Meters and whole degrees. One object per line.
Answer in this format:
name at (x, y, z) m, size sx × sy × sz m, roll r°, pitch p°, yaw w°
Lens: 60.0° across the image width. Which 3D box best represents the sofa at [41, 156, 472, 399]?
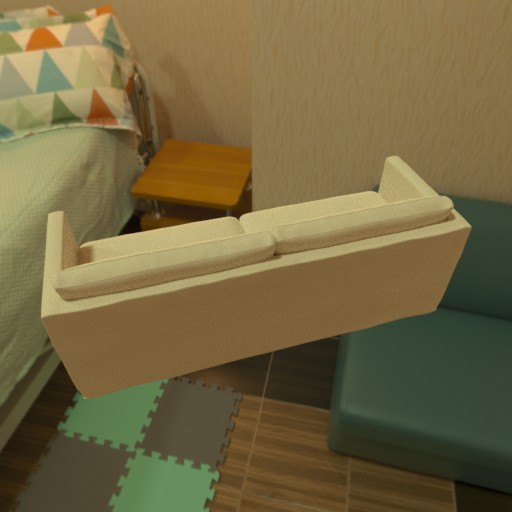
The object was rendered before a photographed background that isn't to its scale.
sofa at (0.000, 0.000, 3.267) m, size 2.779 × 0.999 × 1.036 m, roll -11°, pitch 44°, yaw -12°
